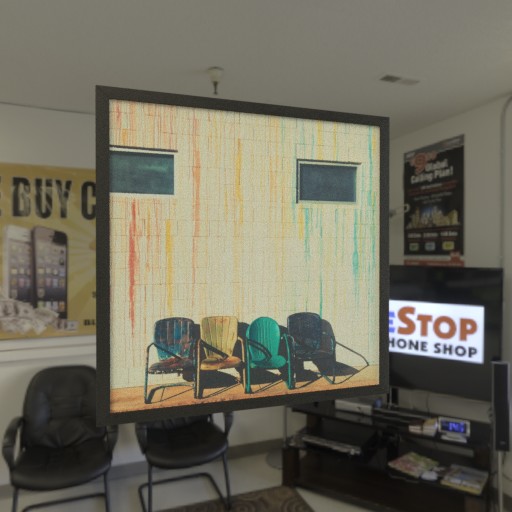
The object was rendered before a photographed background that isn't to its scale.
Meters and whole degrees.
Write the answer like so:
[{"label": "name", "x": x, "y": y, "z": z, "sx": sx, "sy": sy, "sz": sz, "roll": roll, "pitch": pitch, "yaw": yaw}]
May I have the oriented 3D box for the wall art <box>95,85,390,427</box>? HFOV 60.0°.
[{"label": "wall art", "x": 0.000, "y": 0.000, "z": 1.123, "sx": 0.763, "sy": 0.763, "sz": 0.039, "roll": 0, "pitch": 1, "yaw": -18}]
